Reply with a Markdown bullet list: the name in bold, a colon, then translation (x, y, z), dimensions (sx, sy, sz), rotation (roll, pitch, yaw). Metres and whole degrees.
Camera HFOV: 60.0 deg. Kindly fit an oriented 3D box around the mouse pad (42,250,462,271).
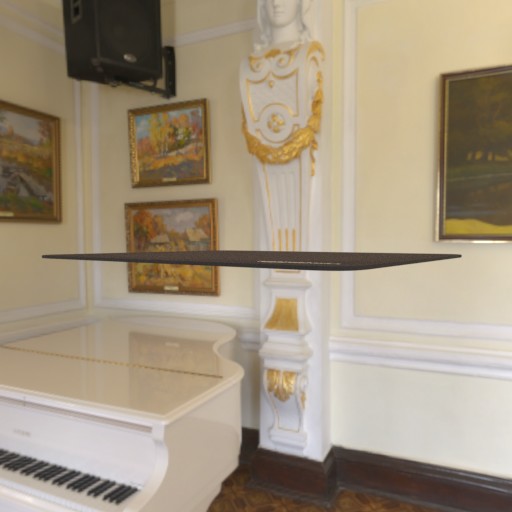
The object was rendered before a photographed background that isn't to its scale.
- **mouse pad**: translation (0.000, 0.000, 0.332), dimensions (0.249, 0.002, 0.211), rotation (1, 2, 37)
